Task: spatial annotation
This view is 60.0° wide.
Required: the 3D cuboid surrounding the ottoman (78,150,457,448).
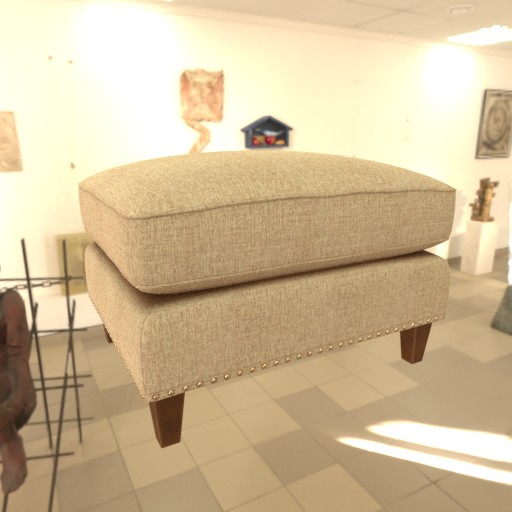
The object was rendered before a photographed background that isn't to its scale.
[{"bbox_3d":[0.000,0.000,1.106,0.741,0.513,0.584,-8,17,-28],"label":"ottoman"}]
